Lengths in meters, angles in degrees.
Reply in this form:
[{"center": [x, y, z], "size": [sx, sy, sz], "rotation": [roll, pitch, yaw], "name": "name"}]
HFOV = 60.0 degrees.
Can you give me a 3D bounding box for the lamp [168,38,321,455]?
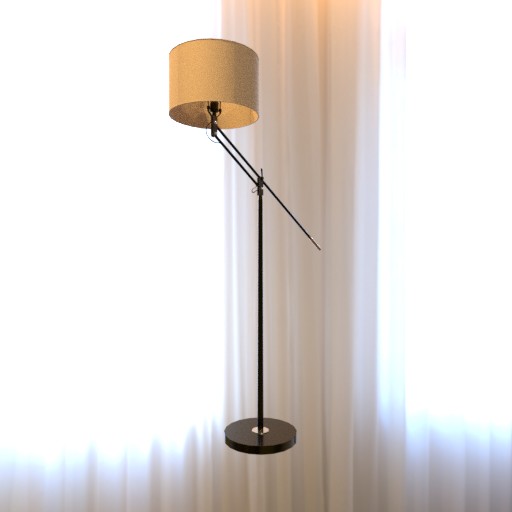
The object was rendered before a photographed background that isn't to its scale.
[{"center": [0.000, 0.000, 1.969], "size": [0.809, 1.635, 0.373], "rotation": [0, 0, -37], "name": "lamp"}]
